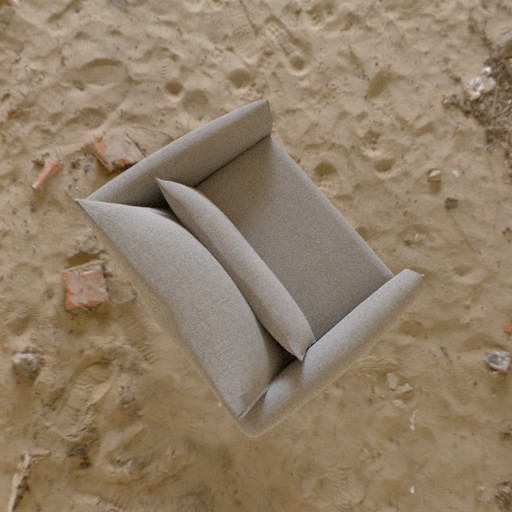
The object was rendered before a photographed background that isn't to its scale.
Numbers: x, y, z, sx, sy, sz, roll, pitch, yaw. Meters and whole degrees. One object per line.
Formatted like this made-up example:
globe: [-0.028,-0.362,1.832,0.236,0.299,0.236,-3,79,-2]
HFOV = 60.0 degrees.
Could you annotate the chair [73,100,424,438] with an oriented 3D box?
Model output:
chair: [0.000,0.000,1.654,0.801,0.856,1.029,-38,80,-8]
